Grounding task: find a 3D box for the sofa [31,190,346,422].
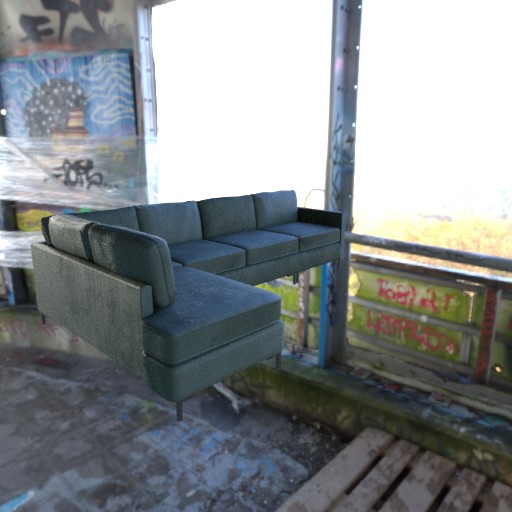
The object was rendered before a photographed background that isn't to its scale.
[{"bbox_3d":[0.000,0.000,4.199,2.048,0.996,3.384,13,19,43],"label":"sofa"}]
